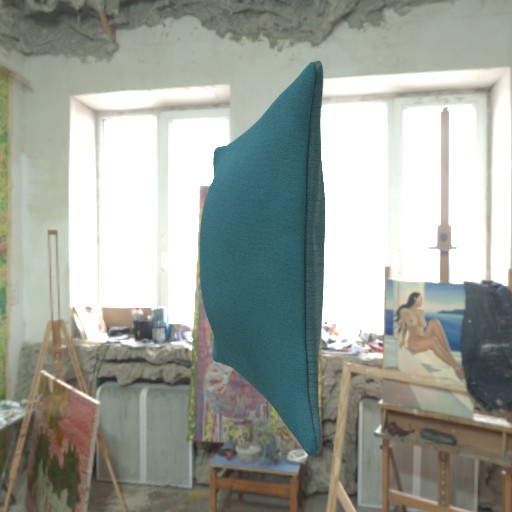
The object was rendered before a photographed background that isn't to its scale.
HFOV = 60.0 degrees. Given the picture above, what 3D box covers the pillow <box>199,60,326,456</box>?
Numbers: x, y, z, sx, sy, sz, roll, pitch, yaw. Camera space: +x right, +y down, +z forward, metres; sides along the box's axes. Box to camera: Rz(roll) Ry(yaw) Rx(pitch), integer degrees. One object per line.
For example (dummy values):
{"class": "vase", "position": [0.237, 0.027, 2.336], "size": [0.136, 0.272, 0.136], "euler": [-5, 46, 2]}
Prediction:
{"class": "pillow", "position": [0.000, 0.000, 0.663], "size": [0.151, 0.415, 0.433], "euler": [0, 1, -19]}
